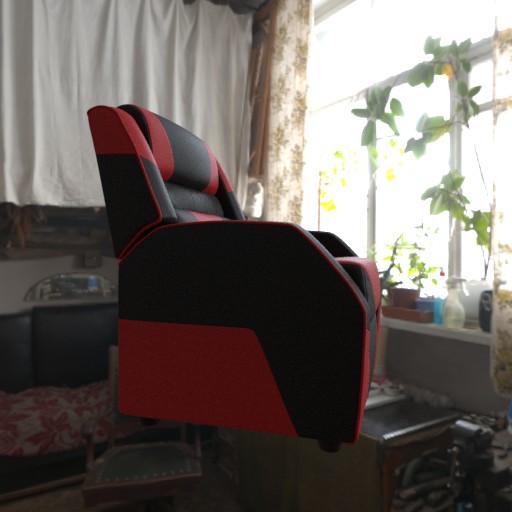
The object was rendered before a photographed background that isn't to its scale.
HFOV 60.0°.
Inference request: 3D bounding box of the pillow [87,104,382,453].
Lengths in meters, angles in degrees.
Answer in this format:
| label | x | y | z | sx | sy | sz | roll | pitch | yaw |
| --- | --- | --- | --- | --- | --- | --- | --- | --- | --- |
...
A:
| label | x | y | z | sx | sy | sz | roll | pitch | yaw |
| --- | --- | --- | --- | --- | --- | --- | --- | --- | --- |
| pillow | 0.000 | 0.000 | 1.258 | 0.672 | 0.805 | 0.620 | 0 | 1 | 18 |
